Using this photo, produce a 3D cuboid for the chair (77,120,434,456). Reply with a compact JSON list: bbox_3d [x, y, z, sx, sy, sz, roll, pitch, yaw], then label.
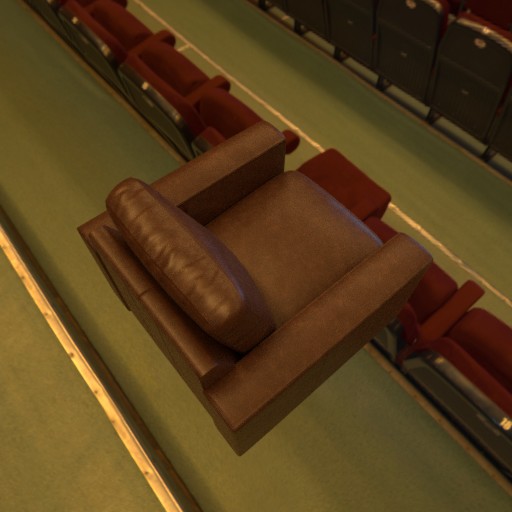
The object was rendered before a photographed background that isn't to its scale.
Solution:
[{"bbox_3d":[0.000,0.000,1.812,1.016,0.873,1.005,-36,65,-20],"label":"chair"}]
